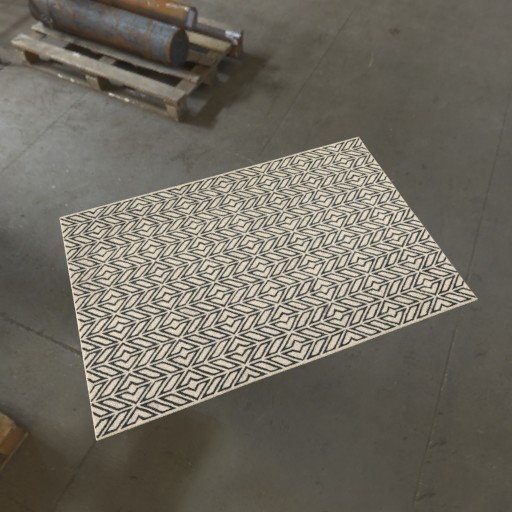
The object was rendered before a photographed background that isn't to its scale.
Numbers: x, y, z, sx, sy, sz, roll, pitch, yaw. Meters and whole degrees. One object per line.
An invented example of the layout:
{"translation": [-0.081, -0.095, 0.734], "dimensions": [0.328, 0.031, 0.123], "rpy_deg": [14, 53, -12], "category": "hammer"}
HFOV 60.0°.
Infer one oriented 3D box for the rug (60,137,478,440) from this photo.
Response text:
{"translation": [0.000, 0.000, 2.276], "dimensions": [1.828, 0.007, 1.220], "rpy_deg": [-17, 58, -11], "category": "rug"}
